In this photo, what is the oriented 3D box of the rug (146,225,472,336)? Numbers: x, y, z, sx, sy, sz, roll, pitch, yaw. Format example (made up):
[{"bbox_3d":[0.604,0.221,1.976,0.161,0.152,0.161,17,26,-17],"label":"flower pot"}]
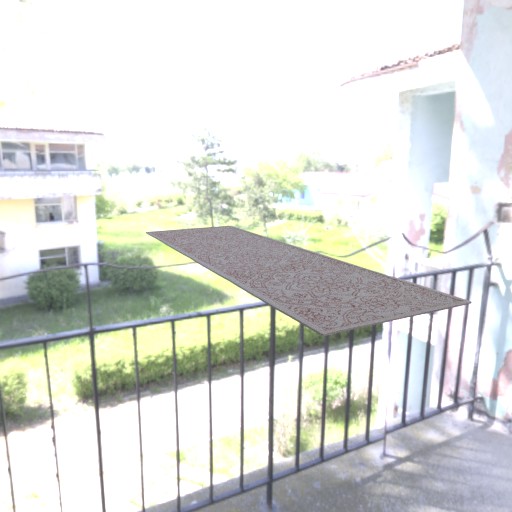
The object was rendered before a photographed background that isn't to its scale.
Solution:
[{"bbox_3d":[0.000,0.000,2.736,0.769,0.012,2.448,-6,14,-27],"label":"rug"}]
